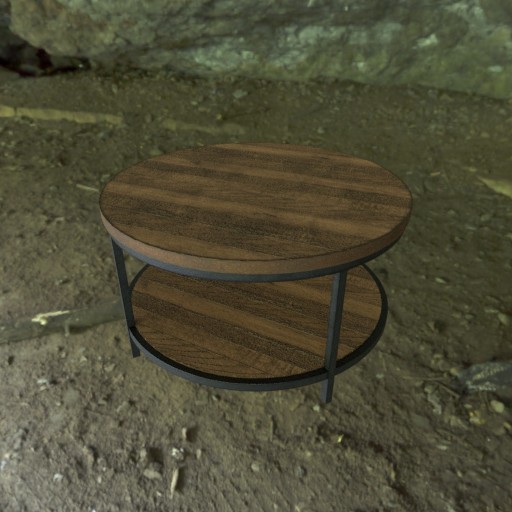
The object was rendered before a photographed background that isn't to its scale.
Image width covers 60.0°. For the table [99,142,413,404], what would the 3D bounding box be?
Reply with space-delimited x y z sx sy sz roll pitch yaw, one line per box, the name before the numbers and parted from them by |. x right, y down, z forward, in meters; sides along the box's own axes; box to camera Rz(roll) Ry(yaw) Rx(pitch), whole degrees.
table | 0.000 0.000 1.351 0.837 0.462 0.837 0 30 0
